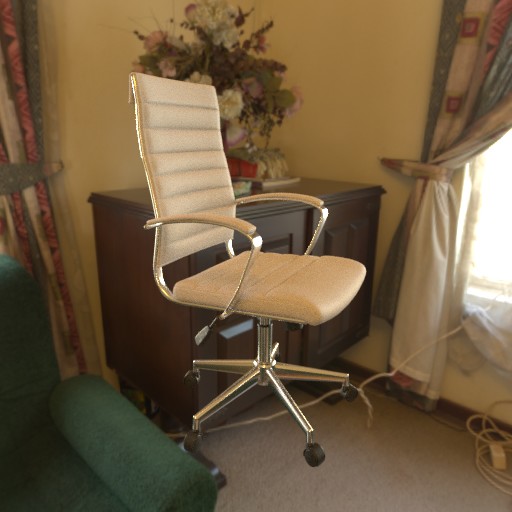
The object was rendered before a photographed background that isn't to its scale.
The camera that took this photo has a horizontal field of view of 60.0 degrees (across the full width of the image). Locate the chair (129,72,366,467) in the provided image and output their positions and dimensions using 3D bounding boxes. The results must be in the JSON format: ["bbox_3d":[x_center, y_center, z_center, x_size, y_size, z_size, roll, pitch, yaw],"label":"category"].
[{"bbox_3d":[0.000,0.000,1.502,0.667,1.149,0.679,8,17,27],"label":"chair"}]
